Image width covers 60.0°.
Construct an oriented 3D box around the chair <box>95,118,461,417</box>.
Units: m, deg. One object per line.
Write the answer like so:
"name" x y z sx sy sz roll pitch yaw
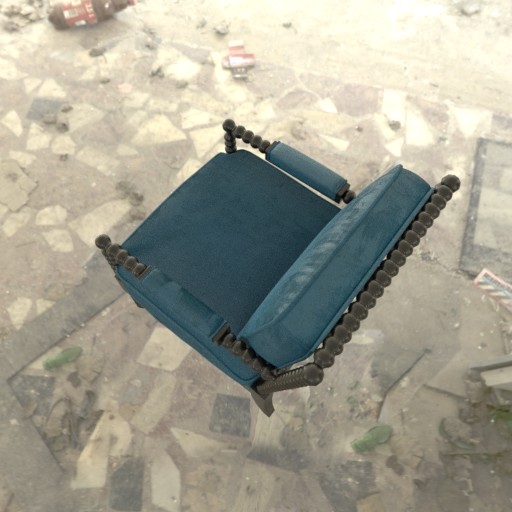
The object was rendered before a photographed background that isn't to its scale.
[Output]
"chair" 0.000 0.000 1.451 0.805 0.857 0.688 35 68 16
